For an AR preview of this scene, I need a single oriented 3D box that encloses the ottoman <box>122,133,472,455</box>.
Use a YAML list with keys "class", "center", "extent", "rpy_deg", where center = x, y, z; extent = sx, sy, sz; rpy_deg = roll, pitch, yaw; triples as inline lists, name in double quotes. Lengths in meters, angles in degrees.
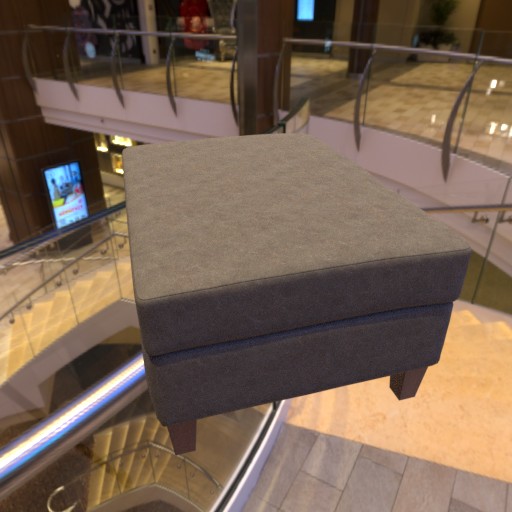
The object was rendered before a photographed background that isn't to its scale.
- class: "ottoman"
  center: [0.000, 0.000, 1.197]
  extent: [0.639, 0.464, 0.839]
  rpy_deg: [-8, 31, -14]
